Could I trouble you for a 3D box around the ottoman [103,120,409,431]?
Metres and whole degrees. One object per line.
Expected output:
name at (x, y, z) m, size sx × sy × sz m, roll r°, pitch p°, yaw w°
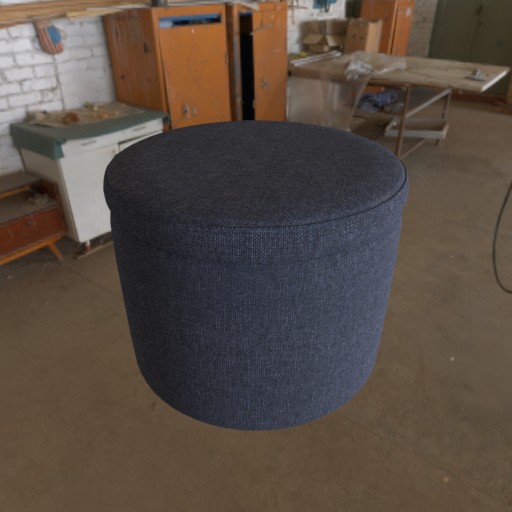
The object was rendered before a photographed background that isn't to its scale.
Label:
ottoman at (0.000, 0.000, 0.873) m, size 0.520 × 0.430 × 0.520 m, roll 0°, pitch 31°, yaw 0°
